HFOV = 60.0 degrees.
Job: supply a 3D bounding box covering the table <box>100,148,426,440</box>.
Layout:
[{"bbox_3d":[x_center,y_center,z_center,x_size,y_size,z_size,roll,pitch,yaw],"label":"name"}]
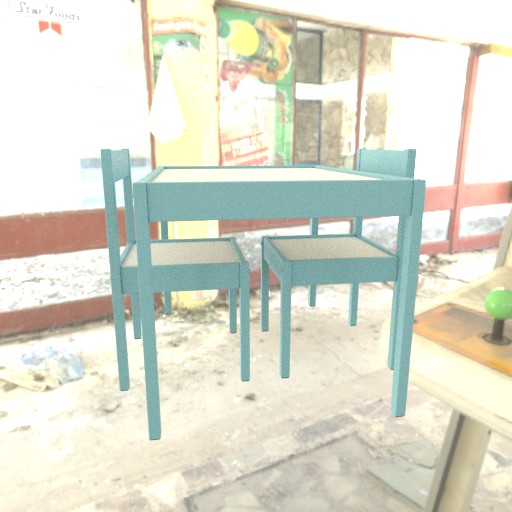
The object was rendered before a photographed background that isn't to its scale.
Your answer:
[{"bbox_3d":[0.000,0.000,1.067,0.633,0.503,0.639,-2,14,-8],"label":"table"}]
